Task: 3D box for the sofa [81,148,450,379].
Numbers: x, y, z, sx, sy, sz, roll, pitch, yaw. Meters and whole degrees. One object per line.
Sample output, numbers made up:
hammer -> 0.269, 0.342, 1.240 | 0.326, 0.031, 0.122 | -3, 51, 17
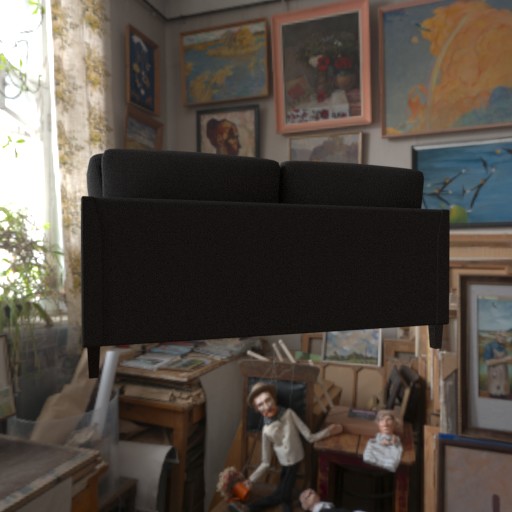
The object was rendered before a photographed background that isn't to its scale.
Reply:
sofa -> 0.000, 0.000, 2.378 | 1.751, 0.920, 0.969 | 0, 1, -18
